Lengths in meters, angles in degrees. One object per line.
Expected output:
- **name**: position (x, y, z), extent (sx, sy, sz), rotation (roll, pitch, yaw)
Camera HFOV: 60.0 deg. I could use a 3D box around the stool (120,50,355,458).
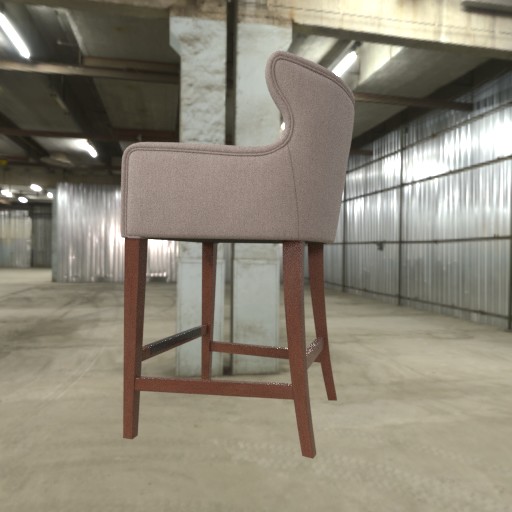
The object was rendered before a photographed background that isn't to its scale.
- **stool**: position (0.000, 0.000, 1.323), extent (0.575, 0.951, 0.575), rotation (0, 0, 17)
